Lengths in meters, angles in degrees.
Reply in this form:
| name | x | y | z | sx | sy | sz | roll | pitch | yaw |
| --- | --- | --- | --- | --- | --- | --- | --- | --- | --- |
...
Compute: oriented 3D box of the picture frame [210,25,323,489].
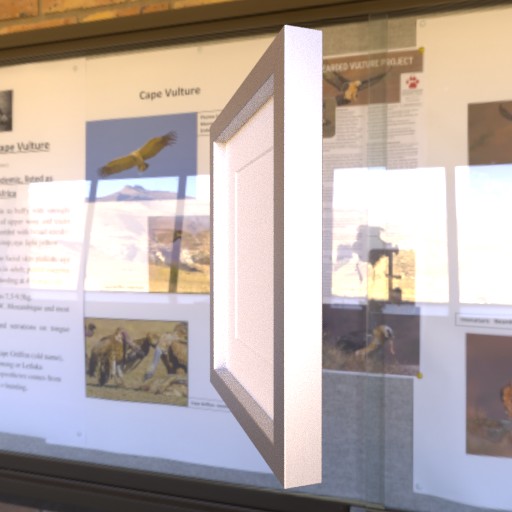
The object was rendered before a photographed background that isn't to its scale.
| name | x | y | z | sx | sy | sz | roll | pitch | yaw |
| --- | --- | --- | --- | --- | --- | --- | --- | --- | --- |
| picture frame | 0.000 | 0.000 | 0.385 | 0.036 | 0.282 | 0.233 | 0 | 1 | -17 |
